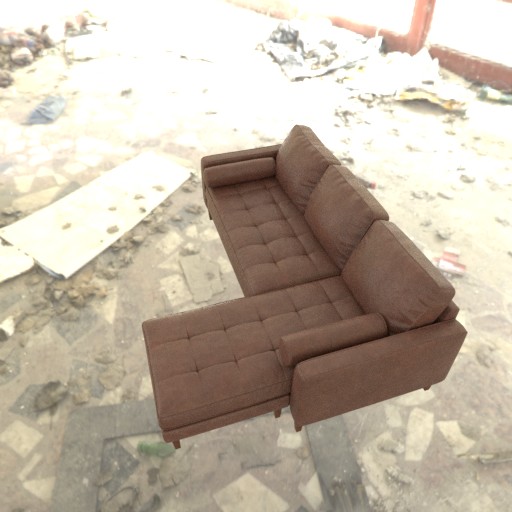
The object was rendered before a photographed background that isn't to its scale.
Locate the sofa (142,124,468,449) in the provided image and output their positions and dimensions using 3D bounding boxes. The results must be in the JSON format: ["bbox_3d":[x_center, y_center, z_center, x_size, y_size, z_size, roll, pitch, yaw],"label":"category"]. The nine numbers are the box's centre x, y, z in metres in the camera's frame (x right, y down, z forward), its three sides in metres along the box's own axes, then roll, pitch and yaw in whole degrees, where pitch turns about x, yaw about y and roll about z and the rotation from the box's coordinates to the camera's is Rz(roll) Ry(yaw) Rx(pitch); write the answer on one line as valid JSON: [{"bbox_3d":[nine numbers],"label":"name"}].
[{"bbox_3d":[0.000,0.000,2.955,1.613,0.841,2.185,-12,44,-13],"label":"sofa"}]
